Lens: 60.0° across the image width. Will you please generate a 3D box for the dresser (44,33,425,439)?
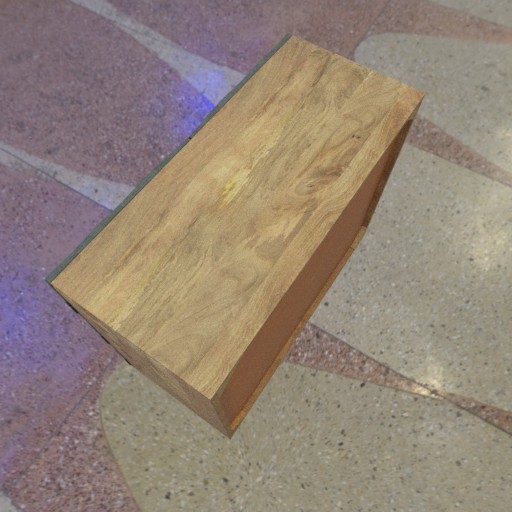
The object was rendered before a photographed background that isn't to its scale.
[{"bbox_3d":[0.000,0.000,1.433,0.446,0.847,0.967,31,67,15],"label":"dresser"}]
